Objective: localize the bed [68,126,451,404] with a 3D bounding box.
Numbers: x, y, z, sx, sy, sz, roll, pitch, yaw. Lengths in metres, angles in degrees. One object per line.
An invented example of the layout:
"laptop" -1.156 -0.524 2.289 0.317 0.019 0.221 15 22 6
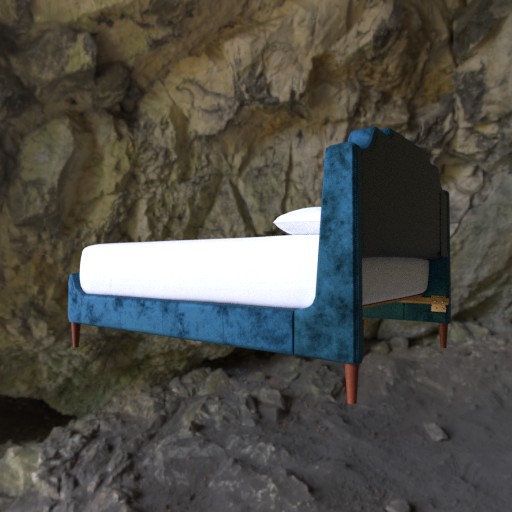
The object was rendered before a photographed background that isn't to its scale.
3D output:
"bed" 0.000 0.000 3.270 2.322 1.338 1.678 -1 -1 37
